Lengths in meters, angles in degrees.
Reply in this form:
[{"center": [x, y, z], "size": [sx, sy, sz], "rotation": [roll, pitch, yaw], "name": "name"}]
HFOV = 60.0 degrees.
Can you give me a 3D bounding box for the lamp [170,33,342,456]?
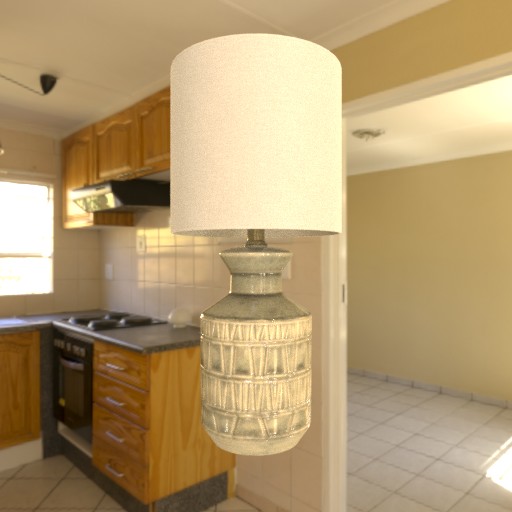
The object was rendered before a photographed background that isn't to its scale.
[{"center": [0.000, 0.000, 0.557], "size": [0.211, 0.455, 0.211], "rotation": [0, 0, 36], "name": "lamp"}]
